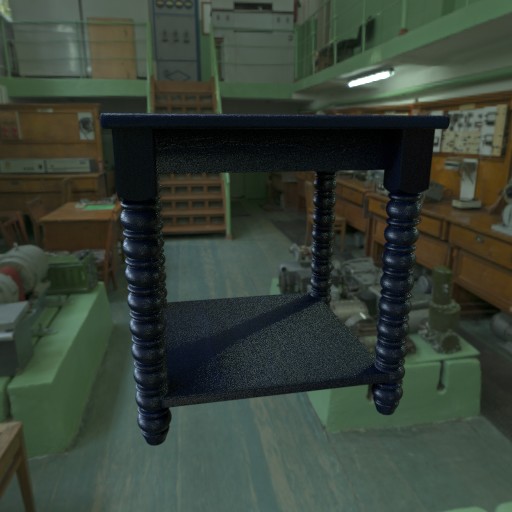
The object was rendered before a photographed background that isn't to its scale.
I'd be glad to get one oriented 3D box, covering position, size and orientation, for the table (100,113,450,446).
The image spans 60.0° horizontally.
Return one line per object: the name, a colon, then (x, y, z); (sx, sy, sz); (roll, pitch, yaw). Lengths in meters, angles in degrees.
table: (0.000, 0.000, 0.959); (0.533, 0.567, 0.500); (-3, 16, -11)
